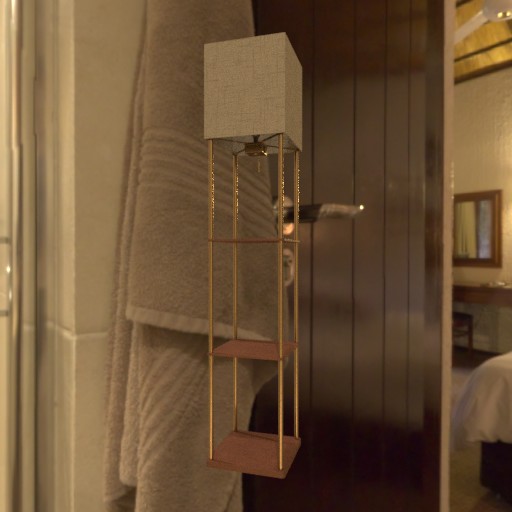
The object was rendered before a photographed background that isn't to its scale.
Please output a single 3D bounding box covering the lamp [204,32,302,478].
[{"bbox_3d":[0.000,0.000,1.748,0.308,1.569,0.310,0,0,17],"label":"lamp"}]
